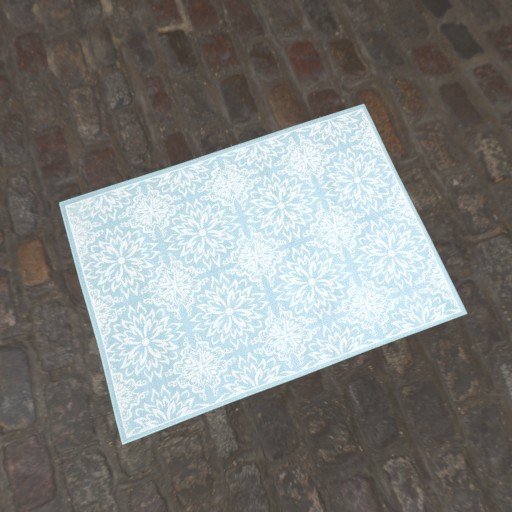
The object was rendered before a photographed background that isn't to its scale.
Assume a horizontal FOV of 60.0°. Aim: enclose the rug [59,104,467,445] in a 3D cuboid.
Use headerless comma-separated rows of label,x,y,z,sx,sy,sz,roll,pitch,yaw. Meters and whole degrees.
rug,0.000,0.000,2.839,2.205,0.014,1.589,-19,75,-5
